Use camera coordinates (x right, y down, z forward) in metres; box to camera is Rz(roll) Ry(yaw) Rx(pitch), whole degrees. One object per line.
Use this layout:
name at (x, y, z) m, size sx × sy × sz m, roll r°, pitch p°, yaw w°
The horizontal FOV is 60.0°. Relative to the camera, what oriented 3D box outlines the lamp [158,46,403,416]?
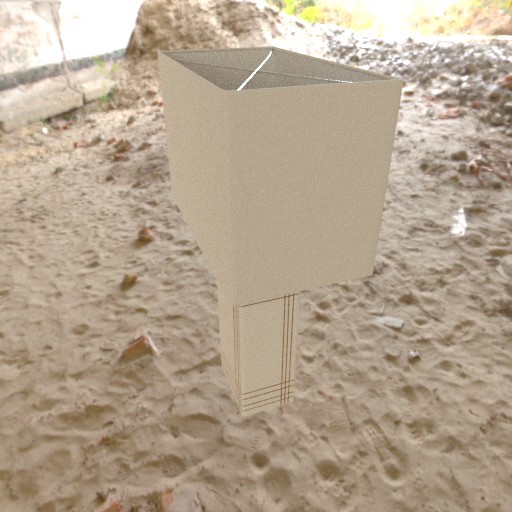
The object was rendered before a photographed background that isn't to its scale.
lamp at (0.000, 0.000, 0.671) m, size 0.182 × 0.543 × 0.334 m, roll -11°, pitch 32°, yaw -17°
